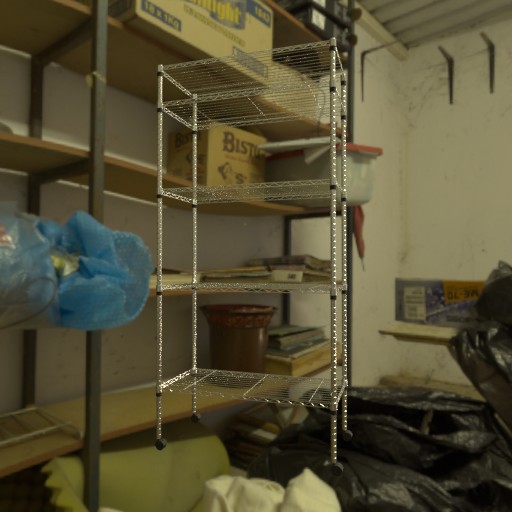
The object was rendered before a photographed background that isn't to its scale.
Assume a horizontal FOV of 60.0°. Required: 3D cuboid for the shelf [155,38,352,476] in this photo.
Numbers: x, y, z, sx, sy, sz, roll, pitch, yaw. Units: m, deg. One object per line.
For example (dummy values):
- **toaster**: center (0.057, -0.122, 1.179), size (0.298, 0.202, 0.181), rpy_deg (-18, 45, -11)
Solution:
- **shelf**: center (0.000, 0.000, 1.879), size (0.762, 1.587, 0.356), rpy_deg (0, -1, 18)
